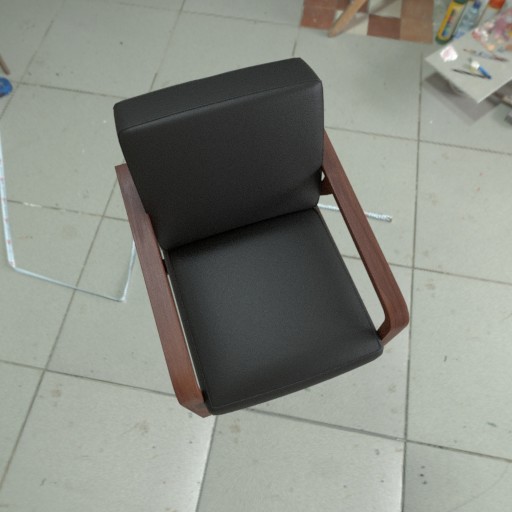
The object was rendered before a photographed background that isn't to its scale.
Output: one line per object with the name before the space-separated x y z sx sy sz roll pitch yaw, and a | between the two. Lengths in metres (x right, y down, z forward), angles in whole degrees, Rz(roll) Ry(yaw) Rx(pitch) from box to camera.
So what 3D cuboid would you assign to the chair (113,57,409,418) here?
chair | 0.000 0.000 1.490 0.719 0.861 0.889 -17 67 -8
